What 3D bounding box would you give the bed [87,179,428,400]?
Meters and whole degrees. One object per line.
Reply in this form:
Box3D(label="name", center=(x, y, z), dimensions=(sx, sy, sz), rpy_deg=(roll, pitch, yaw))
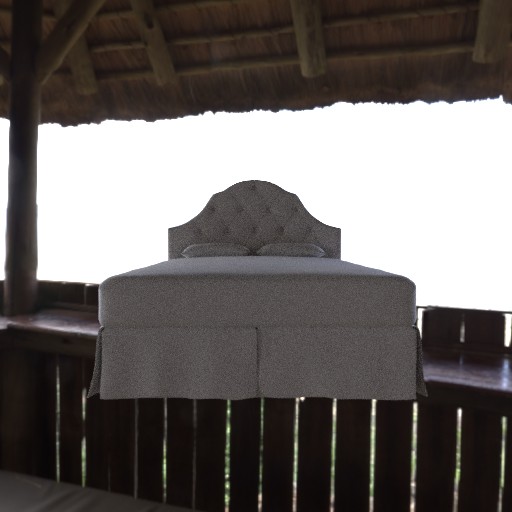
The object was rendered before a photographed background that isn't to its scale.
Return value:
Box3D(label="bed", center=(0.000, 0.000, 3.800), dimensions=(2.039, 1.617, 2.477), rpy_deg=(0, 2, -1))
